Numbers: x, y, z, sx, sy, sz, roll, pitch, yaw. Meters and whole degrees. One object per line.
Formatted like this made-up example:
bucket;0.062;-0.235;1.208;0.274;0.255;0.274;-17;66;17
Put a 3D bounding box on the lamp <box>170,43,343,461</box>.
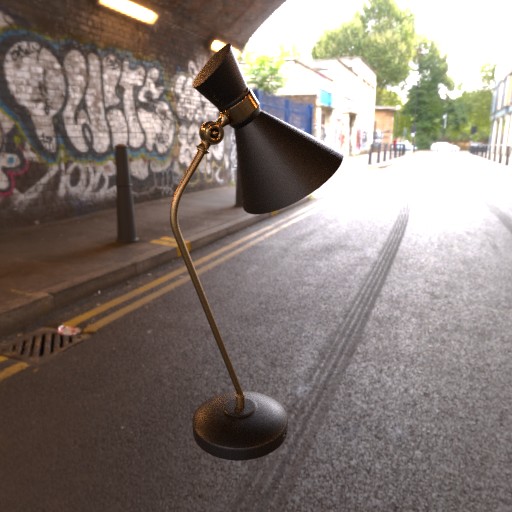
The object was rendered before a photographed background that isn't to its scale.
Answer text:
lamp;0.000;0.000;0.749;0.292;0.647;0.189;-8;16;-27
